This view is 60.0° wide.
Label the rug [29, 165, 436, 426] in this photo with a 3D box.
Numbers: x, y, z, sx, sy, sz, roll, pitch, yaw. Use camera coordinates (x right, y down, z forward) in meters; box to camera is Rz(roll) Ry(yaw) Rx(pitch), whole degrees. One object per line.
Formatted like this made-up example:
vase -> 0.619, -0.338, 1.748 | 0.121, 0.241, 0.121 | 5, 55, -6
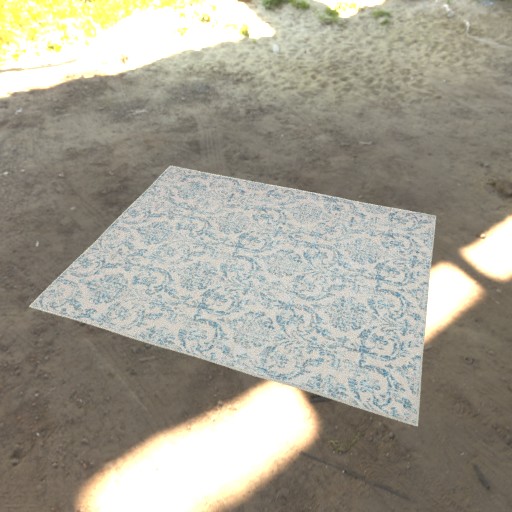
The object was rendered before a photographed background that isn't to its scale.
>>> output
rug -> 0.000, 0.000, 3.973 | 2.980, 0.012, 2.363 | 13, 43, 15
